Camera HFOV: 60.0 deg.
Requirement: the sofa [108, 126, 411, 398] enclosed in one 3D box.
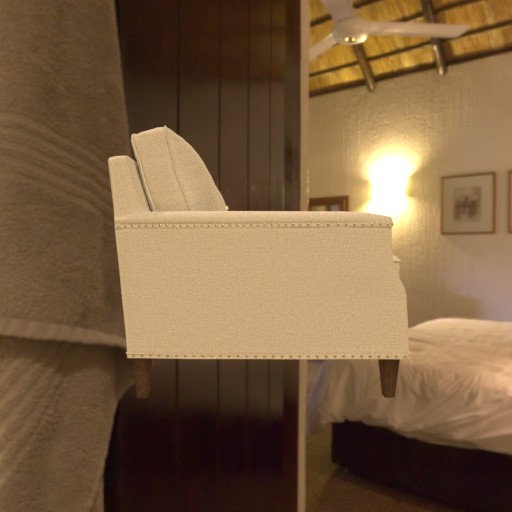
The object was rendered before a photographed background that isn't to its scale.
[{"bbox_3d":[0.000,0.000,2.313,1.084,1.003,1.597,0,0,0],"label":"sofa"}]
